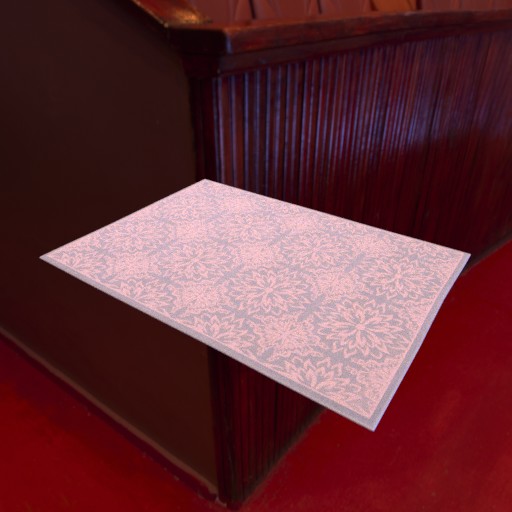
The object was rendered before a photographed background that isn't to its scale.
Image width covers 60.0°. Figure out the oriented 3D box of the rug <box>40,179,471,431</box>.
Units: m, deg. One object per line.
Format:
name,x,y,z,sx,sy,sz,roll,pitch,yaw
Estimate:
rug,0.000,0.000,2.788,2.205,0.014,1.589,20,37,29
